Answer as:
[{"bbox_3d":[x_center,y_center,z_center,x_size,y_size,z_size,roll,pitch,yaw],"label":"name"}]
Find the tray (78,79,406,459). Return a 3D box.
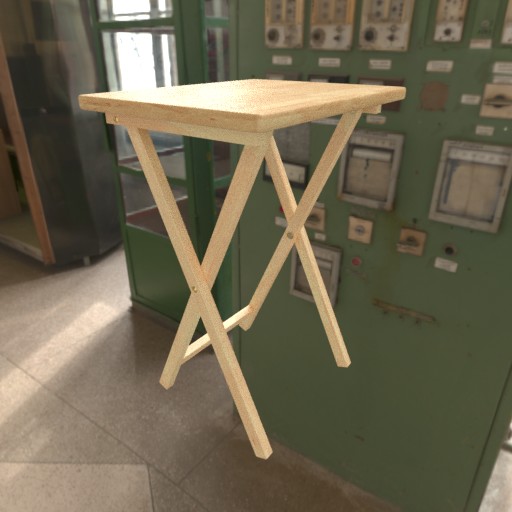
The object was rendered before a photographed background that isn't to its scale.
[{"bbox_3d":[0.000,0.000,0.941,0.381,0.660,0.483,18,31,33],"label":"tray"}]
